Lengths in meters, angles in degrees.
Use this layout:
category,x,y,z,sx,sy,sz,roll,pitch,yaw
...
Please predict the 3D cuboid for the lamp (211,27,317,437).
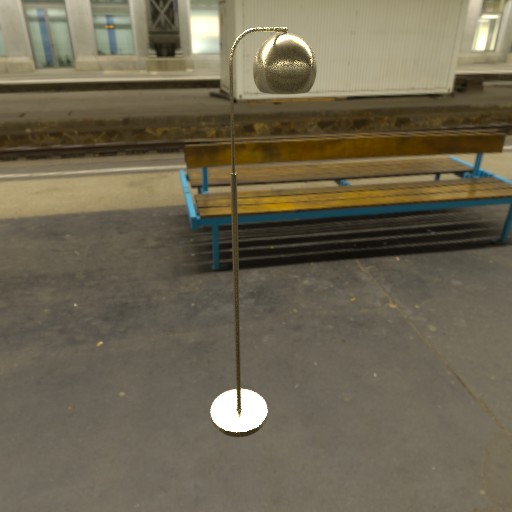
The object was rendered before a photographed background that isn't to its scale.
category,x,y,z,sx,sy,sz,roll,pitch,yaw
lamp,0.000,0.000,1.663,0.431,1.526,0.250,-17,32,-31
